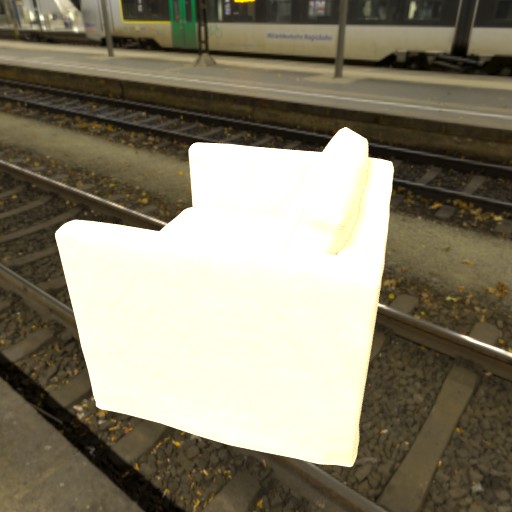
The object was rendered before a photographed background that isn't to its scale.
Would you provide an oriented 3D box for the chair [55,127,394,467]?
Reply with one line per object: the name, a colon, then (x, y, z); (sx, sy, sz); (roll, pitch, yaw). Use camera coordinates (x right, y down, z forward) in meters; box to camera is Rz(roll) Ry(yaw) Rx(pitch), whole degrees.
chair: (0.000, 0.000, 1.715); (0.947, 0.851, 1.057); (8, 30, 15)
